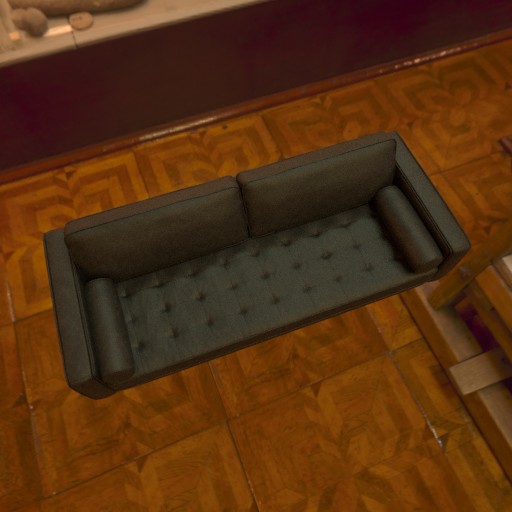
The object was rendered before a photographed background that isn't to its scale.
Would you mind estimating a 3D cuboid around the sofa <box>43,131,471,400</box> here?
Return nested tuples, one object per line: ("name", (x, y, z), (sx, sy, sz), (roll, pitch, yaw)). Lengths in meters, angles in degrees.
("sofa", (0.000, 0.000, 2.564), (2.210, 0.762, 0.914), (-18, 64, -9))
